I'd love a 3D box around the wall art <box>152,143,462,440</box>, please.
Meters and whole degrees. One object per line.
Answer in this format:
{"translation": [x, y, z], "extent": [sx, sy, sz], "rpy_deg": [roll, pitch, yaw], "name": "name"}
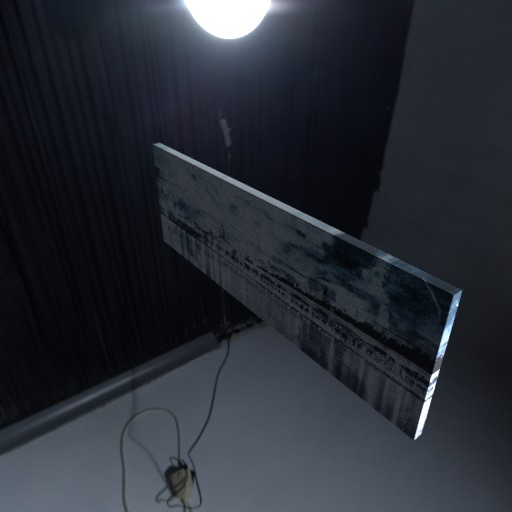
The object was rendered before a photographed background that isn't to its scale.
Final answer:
{"translation": [0.000, 0.000, 1.671], "extent": [0.037, 0.509, 1.524], "rpy_deg": [-21, 36, -32], "name": "wall art"}
